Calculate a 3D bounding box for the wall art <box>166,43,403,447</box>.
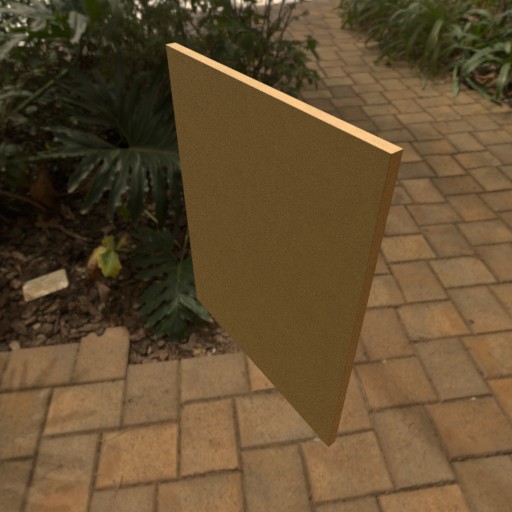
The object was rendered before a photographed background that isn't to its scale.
[{"bbox_3d":[0.000,0.000,1.309,0.030,1.002,0.798,-25,46,-27],"label":"wall art"}]
